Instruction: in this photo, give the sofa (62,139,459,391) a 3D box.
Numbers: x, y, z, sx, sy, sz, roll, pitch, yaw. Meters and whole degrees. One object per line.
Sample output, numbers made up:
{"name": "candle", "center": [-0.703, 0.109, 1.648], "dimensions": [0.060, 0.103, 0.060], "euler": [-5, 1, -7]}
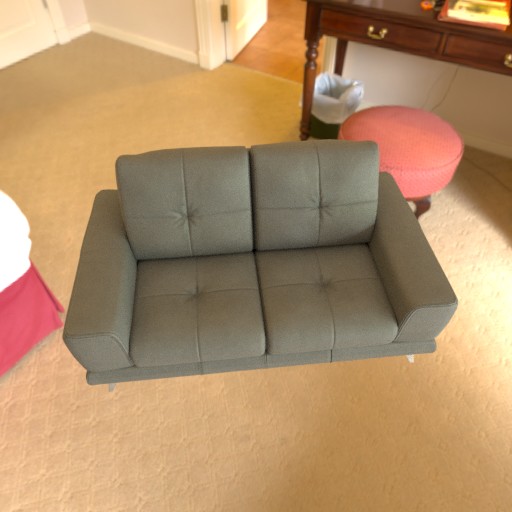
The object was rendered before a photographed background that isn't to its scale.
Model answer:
{"name": "sofa", "center": [0.000, 0.000, 2.337], "dimensions": [1.806, 0.907, 1.018], "euler": [-4, 47, -4]}
